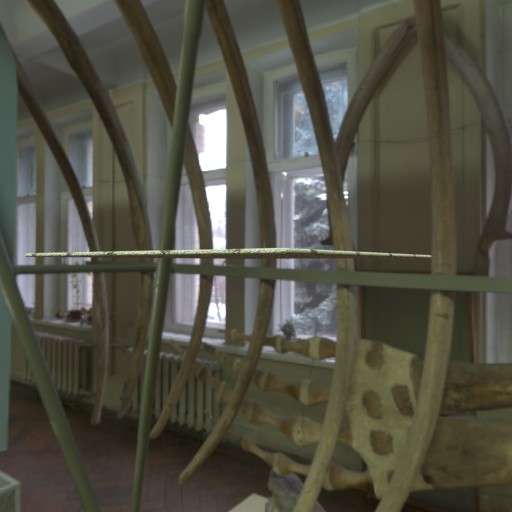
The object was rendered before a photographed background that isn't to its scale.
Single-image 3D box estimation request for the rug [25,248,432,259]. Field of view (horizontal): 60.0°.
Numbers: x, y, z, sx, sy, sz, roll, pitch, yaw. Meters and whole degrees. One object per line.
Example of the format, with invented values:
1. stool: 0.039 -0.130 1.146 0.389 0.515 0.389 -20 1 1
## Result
1. rug: 0.000 0.000 4.117 2.438 0.029 3.047 -1 -1 34
